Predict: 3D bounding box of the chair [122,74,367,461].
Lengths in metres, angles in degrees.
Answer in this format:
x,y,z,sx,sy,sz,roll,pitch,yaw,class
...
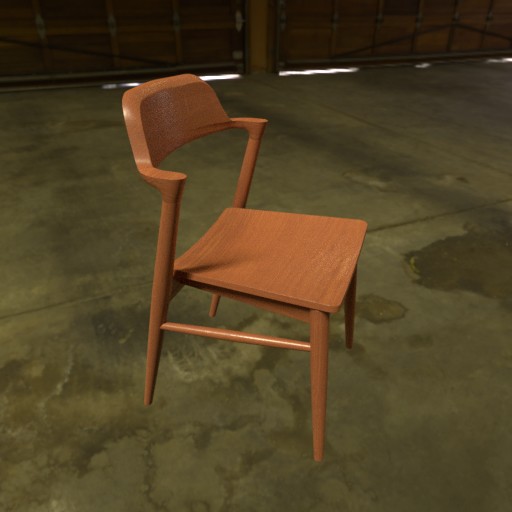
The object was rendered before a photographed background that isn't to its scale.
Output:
x,y,z,sx,sy,sz,roll,pitch,yaw,class
0.000,0.000,1.111,0.499,0.801,0.496,10,32,17,chair
